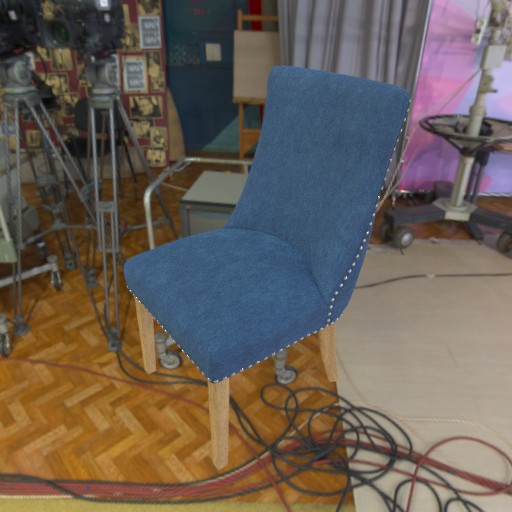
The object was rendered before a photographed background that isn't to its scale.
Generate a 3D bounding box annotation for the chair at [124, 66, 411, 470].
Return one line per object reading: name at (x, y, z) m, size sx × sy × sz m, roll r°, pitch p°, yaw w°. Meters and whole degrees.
chair at (0.000, 0.000, 1.236) m, size 0.610 × 0.902 × 0.495 m, roll -21°, pitch 37°, yaw -31°
